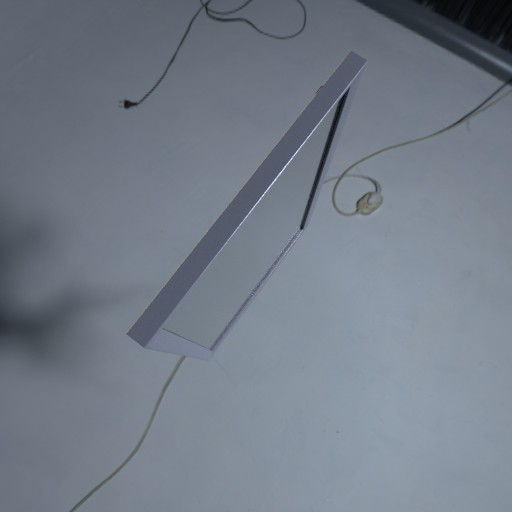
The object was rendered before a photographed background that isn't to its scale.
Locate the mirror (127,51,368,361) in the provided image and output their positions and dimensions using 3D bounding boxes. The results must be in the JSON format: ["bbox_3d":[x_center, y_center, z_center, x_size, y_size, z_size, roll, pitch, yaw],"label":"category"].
[{"bbox_3d":[0.000,0.000,1.158,0.040,0.915,0.609,35,78,8],"label":"mirror"}]
